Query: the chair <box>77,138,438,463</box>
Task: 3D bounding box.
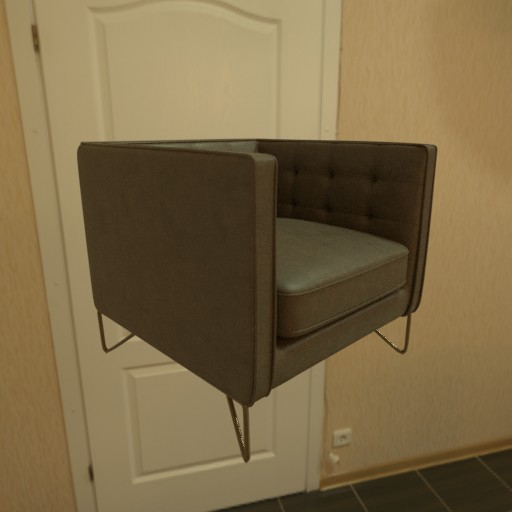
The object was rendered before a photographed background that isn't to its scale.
[{"bbox_3d":[0.000,0.000,1.583,0.880,0.790,0.894,-15,22,-42],"label":"chair"}]
